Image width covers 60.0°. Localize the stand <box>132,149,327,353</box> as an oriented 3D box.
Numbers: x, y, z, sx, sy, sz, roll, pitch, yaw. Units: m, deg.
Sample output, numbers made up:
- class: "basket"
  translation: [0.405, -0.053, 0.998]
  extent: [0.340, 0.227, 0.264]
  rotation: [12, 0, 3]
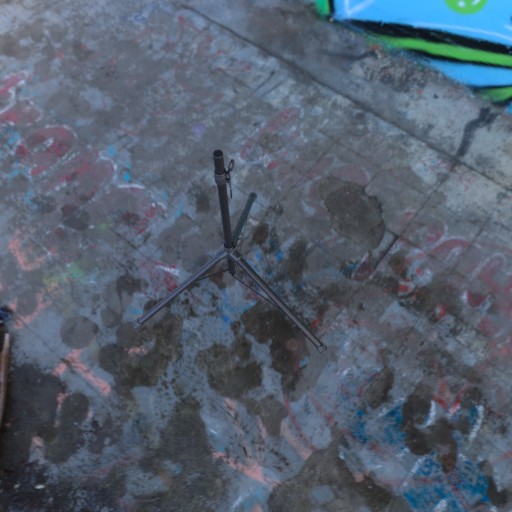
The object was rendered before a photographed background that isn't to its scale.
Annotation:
- class: "stand"
  translation: [0.000, 0.000, 1.898]
  extent: [0.907, 1.136, 1.045]
  rotation: [36, 70, 16]
